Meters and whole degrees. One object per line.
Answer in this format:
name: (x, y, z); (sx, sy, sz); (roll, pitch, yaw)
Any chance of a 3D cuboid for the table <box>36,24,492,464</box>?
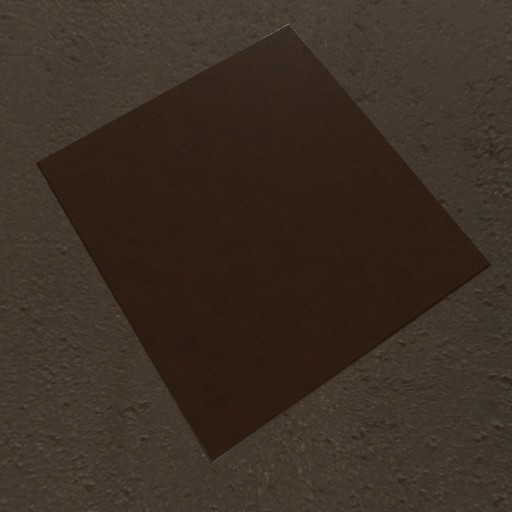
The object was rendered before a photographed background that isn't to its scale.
table: (0.000, 0.000, 1.041); (0.560, 0.562, 0.602); (-33, 77, -9)
